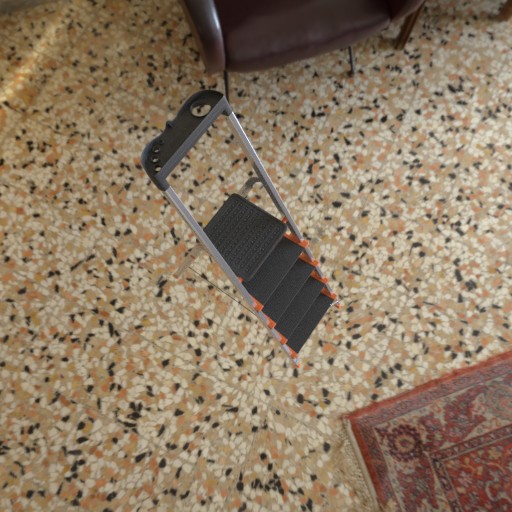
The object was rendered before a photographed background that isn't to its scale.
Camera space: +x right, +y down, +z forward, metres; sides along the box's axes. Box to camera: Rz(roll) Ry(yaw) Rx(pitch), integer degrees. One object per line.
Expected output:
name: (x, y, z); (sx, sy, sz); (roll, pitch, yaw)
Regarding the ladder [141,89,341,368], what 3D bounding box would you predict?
ladder: (0.000, 0.000, 2.058); (0.995, 1.646, 0.480); (35, 77, 9)
